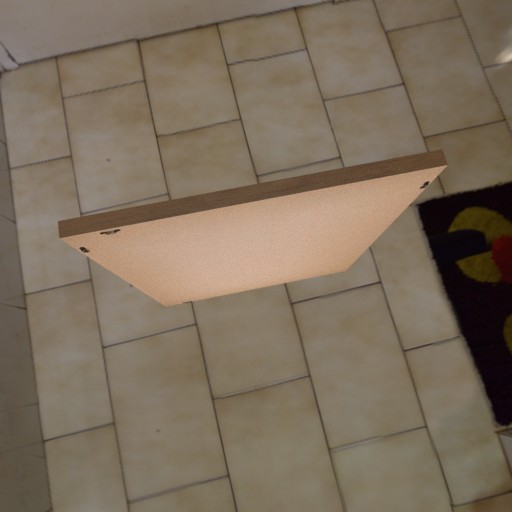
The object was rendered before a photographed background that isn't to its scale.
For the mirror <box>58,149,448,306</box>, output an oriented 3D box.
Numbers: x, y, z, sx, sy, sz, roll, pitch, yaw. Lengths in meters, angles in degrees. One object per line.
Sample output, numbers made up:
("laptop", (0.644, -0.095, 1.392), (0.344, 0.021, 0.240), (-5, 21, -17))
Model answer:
("mirror", (0.000, 0.000, 1.350), (0.762, 1.016, 0.040), (-11, 77, -3))
